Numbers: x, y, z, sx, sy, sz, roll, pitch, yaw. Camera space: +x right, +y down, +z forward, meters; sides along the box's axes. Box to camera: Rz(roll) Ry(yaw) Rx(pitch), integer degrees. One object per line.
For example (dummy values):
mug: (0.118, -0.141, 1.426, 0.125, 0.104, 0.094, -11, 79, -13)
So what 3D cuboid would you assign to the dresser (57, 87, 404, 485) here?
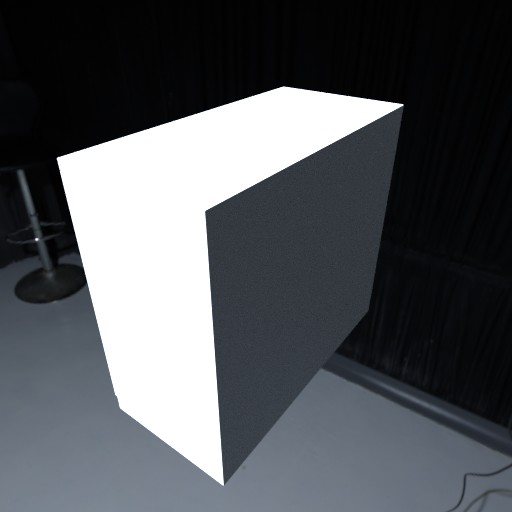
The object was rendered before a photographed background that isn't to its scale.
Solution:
dresser: (0.000, 0.000, 1.264, 0.420, 0.740, 0.830, 21, 38, 30)
